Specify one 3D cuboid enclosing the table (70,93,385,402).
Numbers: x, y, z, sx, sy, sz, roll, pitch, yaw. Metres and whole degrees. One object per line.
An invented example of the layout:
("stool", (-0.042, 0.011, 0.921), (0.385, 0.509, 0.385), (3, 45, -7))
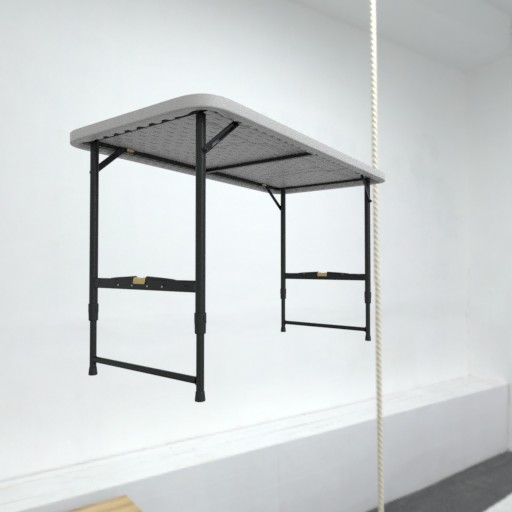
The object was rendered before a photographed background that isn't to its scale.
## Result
("table", (0.000, 0.000, 1.665), (0.610, 0.737, 1.219), (-1, -1, 36))
